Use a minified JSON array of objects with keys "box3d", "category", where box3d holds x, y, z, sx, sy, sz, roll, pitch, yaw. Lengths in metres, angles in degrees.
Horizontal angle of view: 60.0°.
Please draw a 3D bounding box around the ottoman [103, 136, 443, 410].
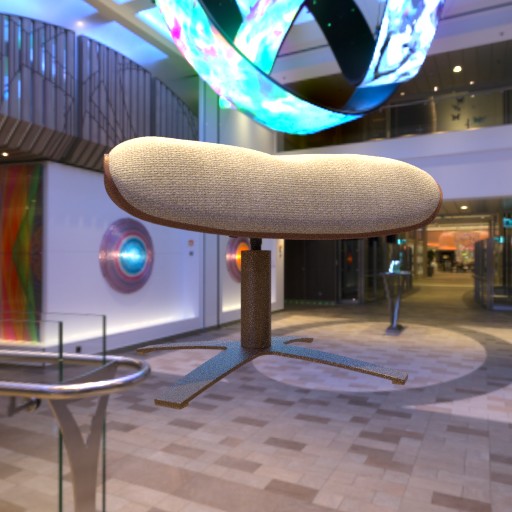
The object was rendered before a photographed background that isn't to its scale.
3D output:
[{"box3d":[0.000,0.000,0.799,0.520,0.391,0.394,0,0,-19],"category":"ottoman"}]
